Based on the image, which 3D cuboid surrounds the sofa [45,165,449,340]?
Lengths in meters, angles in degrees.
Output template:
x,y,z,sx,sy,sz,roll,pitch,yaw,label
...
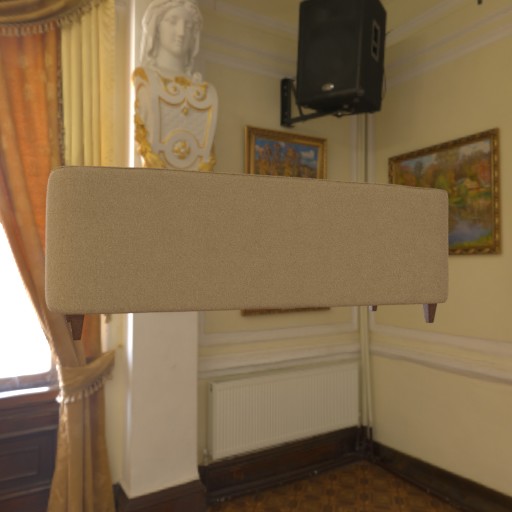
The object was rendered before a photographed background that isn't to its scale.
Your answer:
x,y,z,sx,sy,sz,roll,pitch,yaw,label
0.000,0.000,2.637,2.235,0.788,0.913,0,-2,-18,sofa
